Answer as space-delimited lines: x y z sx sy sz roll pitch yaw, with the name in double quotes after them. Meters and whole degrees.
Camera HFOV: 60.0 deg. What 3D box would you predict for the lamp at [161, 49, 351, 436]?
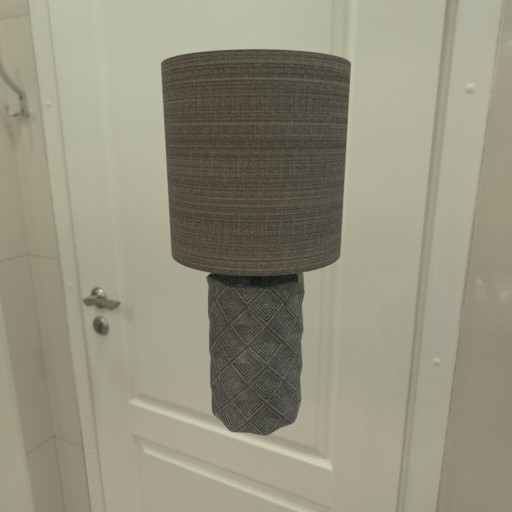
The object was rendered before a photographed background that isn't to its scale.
0.000 0.000 0.713 0.268 0.566 0.269 8 17 26 "lamp"
